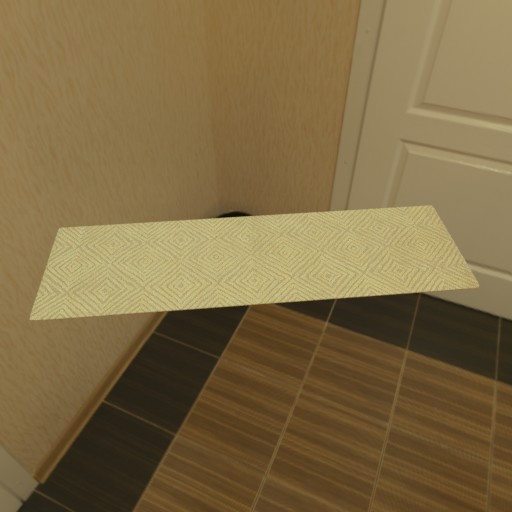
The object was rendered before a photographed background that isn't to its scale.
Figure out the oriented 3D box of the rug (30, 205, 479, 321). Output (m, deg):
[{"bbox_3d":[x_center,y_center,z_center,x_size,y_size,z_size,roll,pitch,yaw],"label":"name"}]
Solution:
[{"bbox_3d":[0.000,0.000,2.460,2.277,0.008,0.676,-4,45,-4],"label":"rug"}]
